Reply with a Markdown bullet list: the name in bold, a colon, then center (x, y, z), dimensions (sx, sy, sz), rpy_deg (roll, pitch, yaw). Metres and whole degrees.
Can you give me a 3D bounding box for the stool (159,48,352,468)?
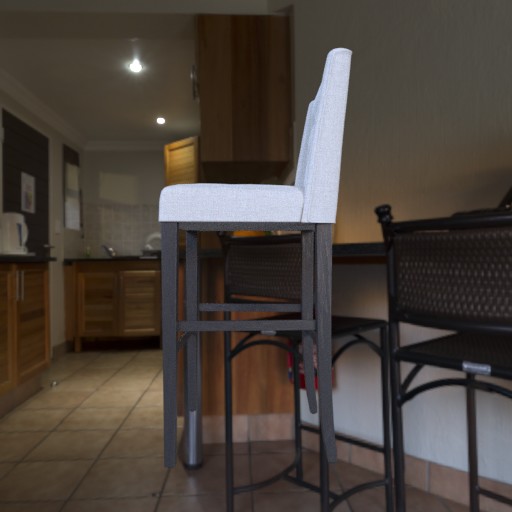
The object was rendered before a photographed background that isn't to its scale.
- **stool**: center (0.000, 0.000, 1.383), dimensions (0.509, 1.116, 0.474), rpy_deg (0, 0, 0)
